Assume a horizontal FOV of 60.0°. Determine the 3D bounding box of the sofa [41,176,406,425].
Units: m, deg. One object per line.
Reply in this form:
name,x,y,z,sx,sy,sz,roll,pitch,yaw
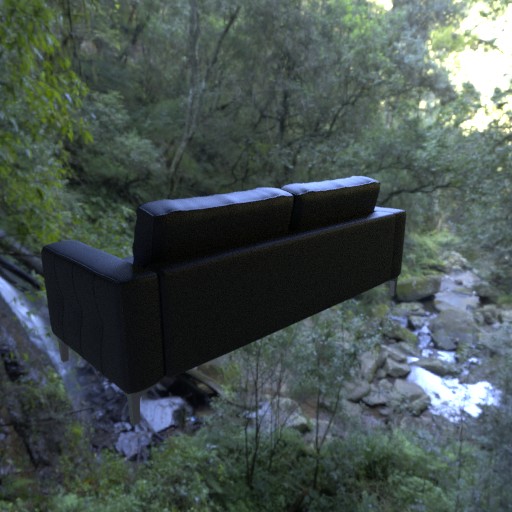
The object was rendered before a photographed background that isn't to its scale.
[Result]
sofa,0.000,0.000,2.745,2.275,0.893,0.833,-15,22,-42
